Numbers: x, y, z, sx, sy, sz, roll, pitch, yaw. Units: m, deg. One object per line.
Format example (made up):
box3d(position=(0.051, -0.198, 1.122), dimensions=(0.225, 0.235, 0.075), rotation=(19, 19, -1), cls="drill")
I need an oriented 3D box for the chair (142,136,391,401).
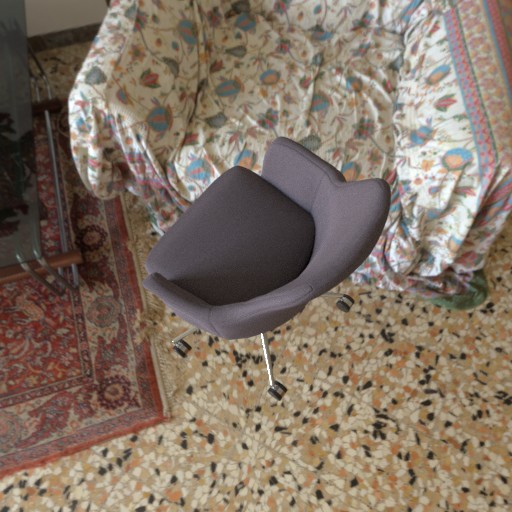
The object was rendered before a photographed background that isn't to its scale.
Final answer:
box3d(position=(0.000, 0.000, 1.297), dimensions=(0.600, 0.820, 0.655), rotation=(35, 70, 15), cls="chair")
